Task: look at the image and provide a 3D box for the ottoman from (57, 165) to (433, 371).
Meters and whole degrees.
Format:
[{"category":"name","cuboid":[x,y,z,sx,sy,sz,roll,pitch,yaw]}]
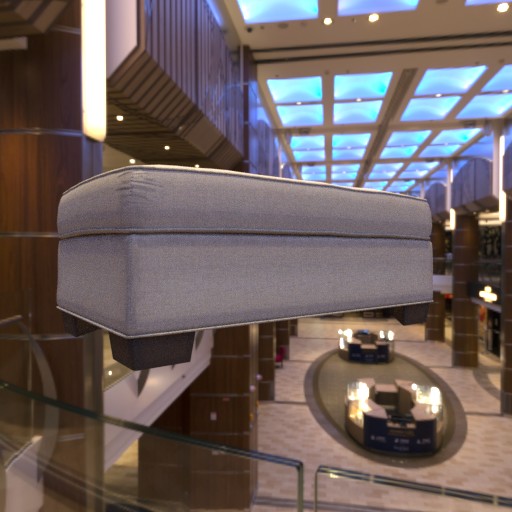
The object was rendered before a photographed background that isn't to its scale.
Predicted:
[{"category":"ottoman","cuboid":[0.000,0.000,1.451,1.097,0.461,0.617,-1,1,-37]}]
